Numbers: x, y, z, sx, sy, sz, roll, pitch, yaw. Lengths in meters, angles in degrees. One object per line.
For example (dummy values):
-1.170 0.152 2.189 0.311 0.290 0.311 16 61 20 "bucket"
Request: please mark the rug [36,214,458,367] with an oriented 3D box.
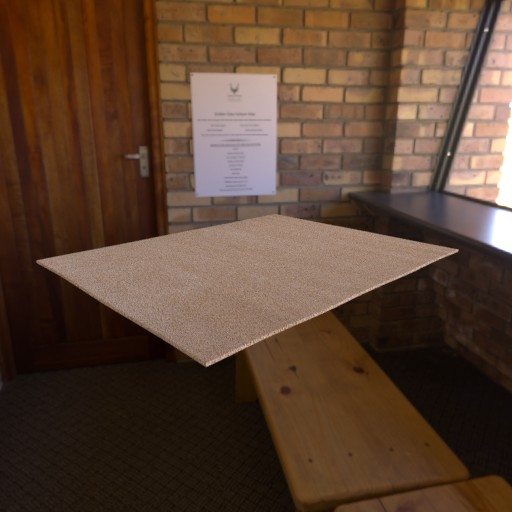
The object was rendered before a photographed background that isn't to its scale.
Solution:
0.000 0.000 4.024 3.000 0.025 2.400 -15 22 -42 "rug"
